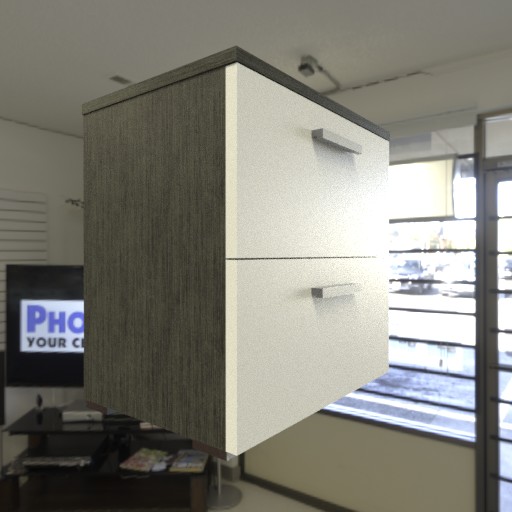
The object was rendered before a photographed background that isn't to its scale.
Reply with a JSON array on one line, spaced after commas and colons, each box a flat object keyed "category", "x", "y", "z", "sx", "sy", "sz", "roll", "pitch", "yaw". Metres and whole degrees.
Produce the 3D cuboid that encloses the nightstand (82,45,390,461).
[{"category": "nightstand", "x": 0.000, "y": 0.000, "z": 0.746, "sx": 0.325, "sy": 0.460, "sz": 0.441, "roll": 0, "pitch": 0, "yaw": 38}]
